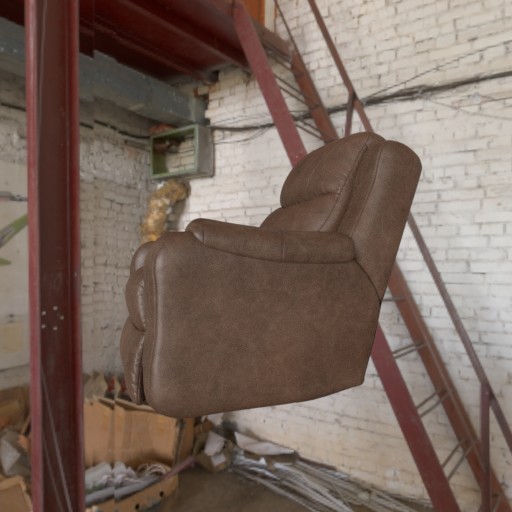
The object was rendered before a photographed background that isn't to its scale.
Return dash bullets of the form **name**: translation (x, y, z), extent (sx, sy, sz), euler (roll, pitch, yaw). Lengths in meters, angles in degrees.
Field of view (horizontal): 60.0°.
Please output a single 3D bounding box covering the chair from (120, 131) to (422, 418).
- **chair**: translation (0.000, 0.000, 1.842), extent (1.067, 0.990, 0.940), euler (0, -1, -19)
